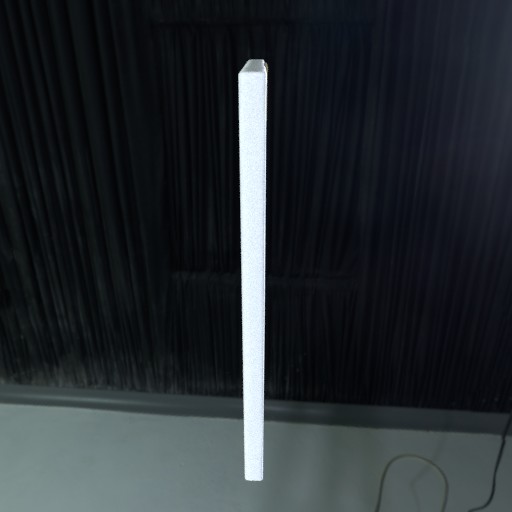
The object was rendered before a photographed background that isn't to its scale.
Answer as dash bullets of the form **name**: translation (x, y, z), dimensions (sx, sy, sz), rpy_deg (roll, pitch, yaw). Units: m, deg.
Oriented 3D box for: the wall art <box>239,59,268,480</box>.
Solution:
- **wall art**: translation (0.000, 0.000, 1.133), dimensions (0.048, 0.902, 0.602), rpy_deg (0, 26, 0)
